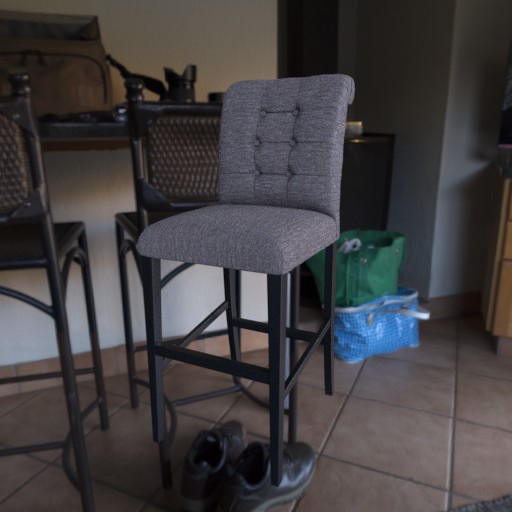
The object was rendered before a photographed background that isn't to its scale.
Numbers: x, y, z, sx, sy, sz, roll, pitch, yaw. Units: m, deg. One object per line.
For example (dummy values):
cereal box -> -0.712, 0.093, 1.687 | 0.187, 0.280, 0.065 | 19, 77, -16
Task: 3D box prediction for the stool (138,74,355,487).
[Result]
stool -> 0.000, 0.000, 1.424 | 0.452, 1.131, 0.613 | 7, 16, 26
